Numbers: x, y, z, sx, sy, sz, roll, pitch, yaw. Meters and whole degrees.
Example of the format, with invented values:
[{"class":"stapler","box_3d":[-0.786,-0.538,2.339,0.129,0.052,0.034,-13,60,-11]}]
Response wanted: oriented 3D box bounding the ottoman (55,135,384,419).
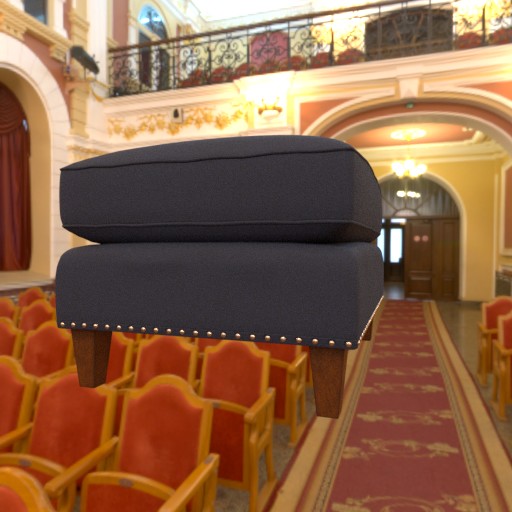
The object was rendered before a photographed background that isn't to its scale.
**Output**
[{"class":"ottoman","box_3d":[0.000,0.000,1.111,0.584,0.513,0.741,0,1,19]}]
